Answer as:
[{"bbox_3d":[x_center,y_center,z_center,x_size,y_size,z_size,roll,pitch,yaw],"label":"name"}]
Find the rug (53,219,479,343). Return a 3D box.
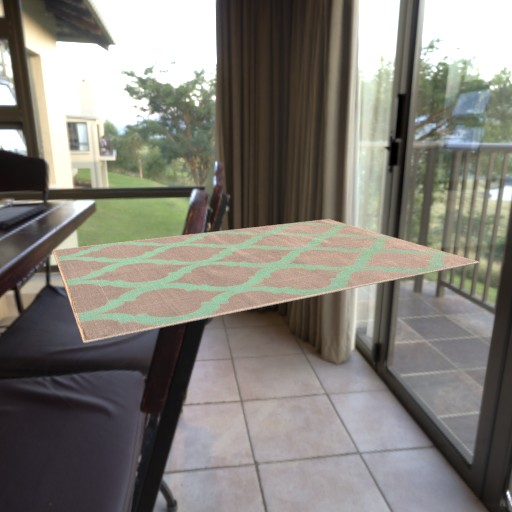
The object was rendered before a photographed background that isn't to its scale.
[{"bbox_3d":[0.000,0.000,2.843,2.286,0.006,1.524,-8,18,-27],"label":"rug"}]
